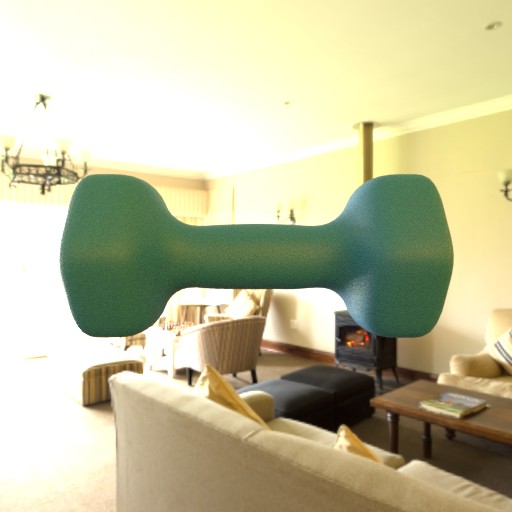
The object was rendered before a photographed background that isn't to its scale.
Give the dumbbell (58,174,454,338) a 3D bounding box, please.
[{"bbox_3d":[0.000,0.000,0.190,0.152,0.066,0.074,0,0,1],"label":"dumbbell"}]
